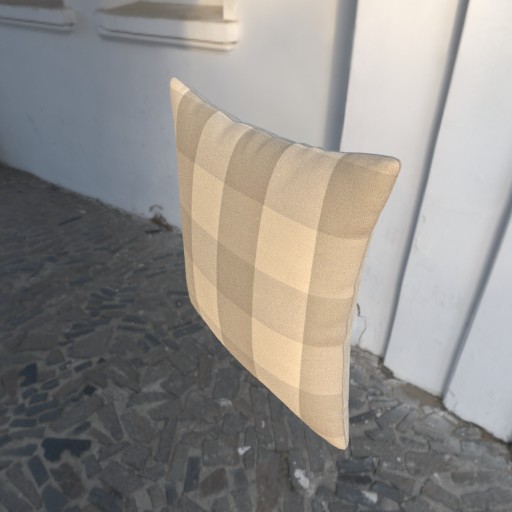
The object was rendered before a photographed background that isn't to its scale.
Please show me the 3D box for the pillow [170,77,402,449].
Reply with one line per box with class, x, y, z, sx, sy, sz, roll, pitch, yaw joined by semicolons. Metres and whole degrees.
pillow;0.000;0.000;0.772;0.161;0.509;0.511;-22;39;-30
